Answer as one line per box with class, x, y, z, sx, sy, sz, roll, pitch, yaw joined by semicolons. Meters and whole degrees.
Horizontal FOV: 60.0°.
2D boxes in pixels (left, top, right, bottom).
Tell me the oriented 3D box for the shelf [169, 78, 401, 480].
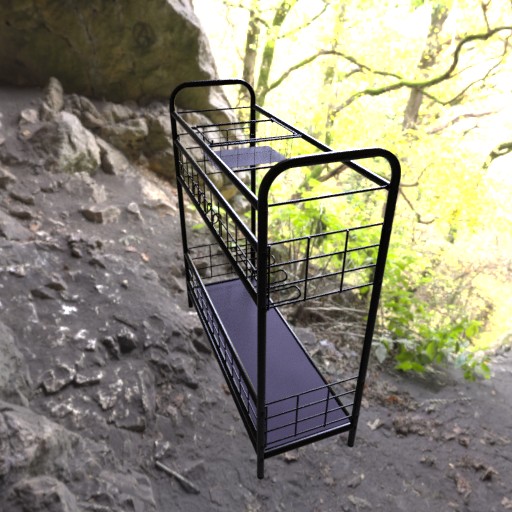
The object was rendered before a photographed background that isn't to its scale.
shelf;0.000;0.000;1.558;0.350;1.026;0.961;-11;32;-18
